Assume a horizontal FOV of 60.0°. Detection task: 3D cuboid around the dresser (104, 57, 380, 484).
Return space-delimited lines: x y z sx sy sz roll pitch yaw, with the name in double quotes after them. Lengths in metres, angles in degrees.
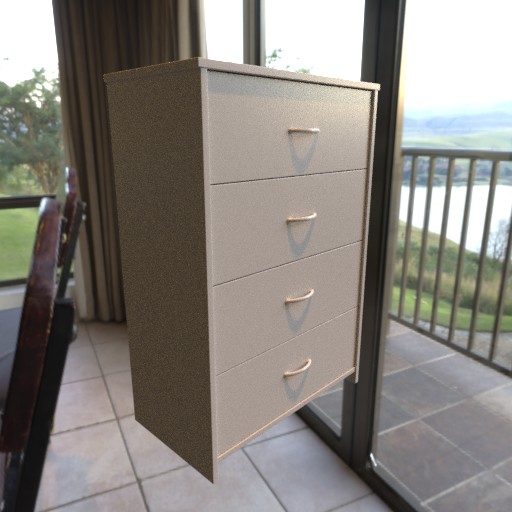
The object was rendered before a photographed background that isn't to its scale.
0.000 0.000 1.373 0.401 1.021 0.704 15 21 42 "dresser"
